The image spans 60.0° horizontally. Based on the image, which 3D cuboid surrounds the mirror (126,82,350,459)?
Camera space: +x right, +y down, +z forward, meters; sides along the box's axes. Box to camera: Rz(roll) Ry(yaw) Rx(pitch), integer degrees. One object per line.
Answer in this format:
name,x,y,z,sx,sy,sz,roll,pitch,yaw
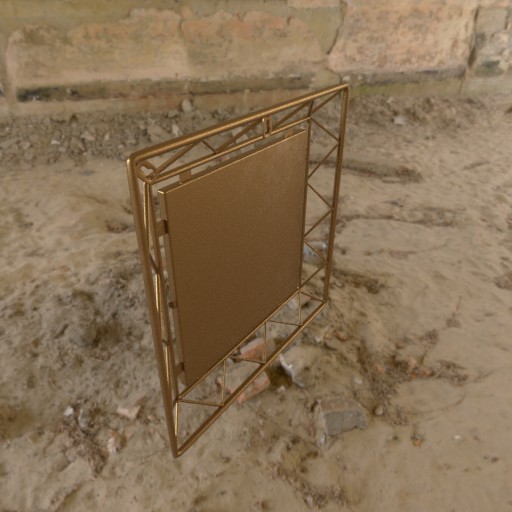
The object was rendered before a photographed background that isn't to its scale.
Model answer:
mirror,0.000,0.000,0.627,0.046,0.414,0.416,21,37,30
